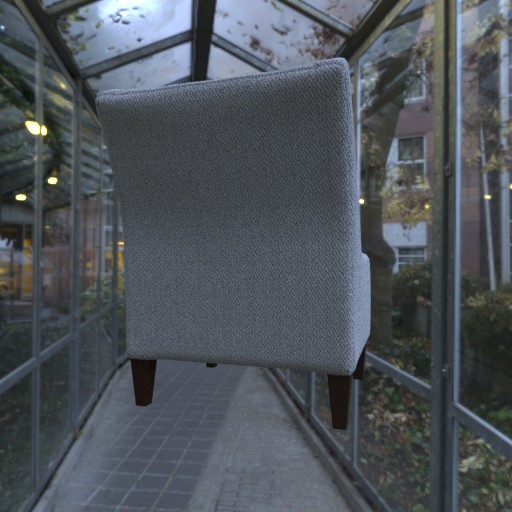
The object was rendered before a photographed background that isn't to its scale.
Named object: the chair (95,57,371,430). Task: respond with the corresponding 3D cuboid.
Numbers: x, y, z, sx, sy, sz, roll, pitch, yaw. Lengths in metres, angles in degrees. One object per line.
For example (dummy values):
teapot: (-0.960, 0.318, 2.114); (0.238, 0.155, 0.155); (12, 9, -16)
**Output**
chair: (0.000, 0.000, 1.616); (0.774, 1.014, 0.870); (0, -1, 18)
